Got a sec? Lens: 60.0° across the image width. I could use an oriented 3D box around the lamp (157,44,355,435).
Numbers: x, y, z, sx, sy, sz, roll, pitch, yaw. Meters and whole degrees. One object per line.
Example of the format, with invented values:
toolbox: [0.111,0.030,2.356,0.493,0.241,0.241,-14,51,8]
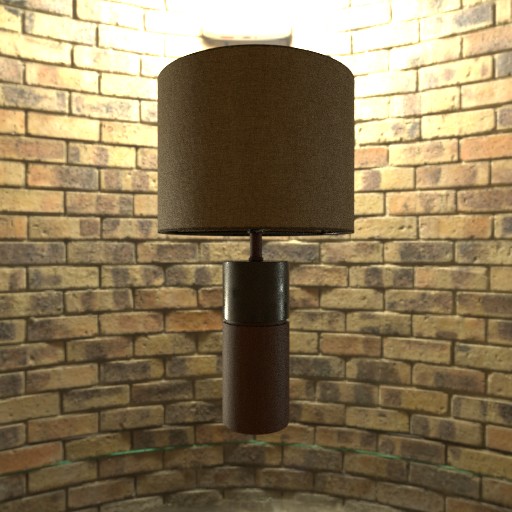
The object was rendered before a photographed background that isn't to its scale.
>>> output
lamp: [0.000,0.000,0.466,0.202,0.350,0.202,0,1,0]
